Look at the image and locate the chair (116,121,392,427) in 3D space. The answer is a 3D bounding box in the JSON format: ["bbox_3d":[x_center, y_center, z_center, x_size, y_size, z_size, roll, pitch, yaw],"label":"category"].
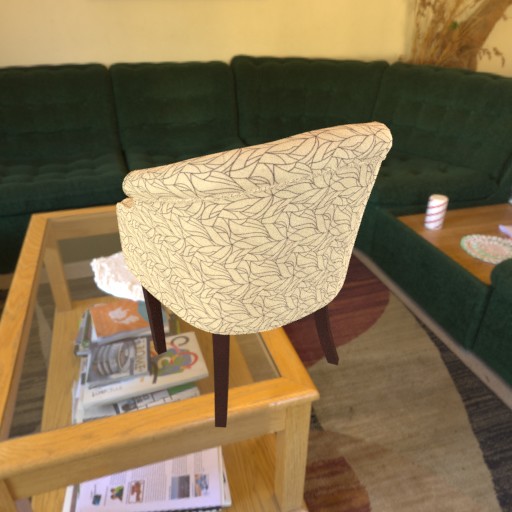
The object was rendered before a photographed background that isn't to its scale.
[{"bbox_3d":[0.000,0.000,1.320,0.686,0.858,0.613,-19,35,-30],"label":"chair"}]
